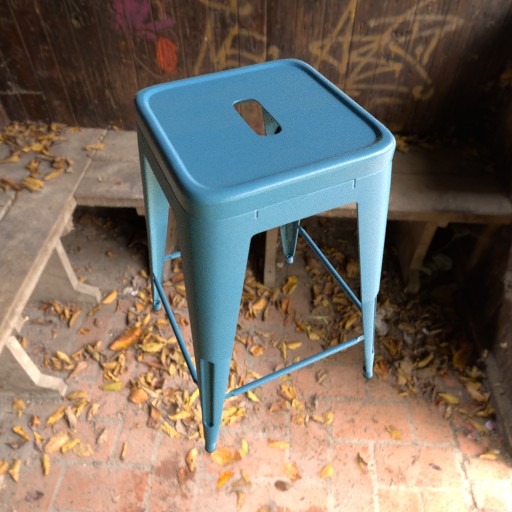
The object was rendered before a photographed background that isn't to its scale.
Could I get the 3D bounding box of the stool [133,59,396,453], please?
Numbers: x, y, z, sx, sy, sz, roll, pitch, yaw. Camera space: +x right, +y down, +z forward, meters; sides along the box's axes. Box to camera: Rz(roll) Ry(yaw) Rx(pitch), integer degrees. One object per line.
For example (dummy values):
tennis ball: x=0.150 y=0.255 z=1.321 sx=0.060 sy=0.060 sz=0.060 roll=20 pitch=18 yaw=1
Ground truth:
stool: x=0.000 y=0.000 z=0.864 sx=0.410 sy=0.608 sz=0.410 roll=-19 pitch=50 yaw=-17
